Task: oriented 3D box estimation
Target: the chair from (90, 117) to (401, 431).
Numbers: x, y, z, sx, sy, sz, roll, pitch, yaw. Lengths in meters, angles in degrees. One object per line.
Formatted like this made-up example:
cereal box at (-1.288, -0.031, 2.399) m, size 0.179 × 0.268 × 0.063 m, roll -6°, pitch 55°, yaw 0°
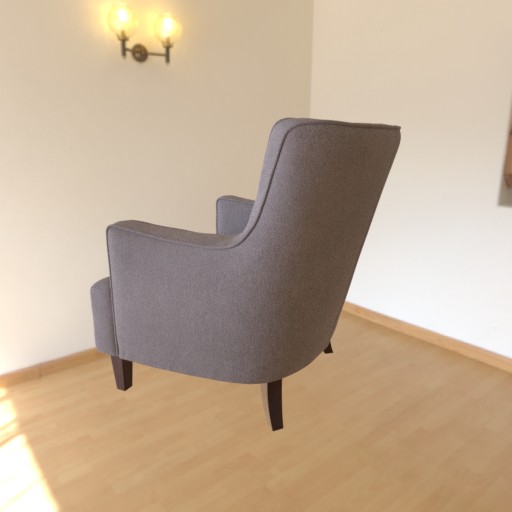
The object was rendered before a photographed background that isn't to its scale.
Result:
chair at (0.000, 0.000, 1.582) m, size 0.910 × 0.919 × 0.781 m, roll 7°, pitch 17°, yaw 25°
